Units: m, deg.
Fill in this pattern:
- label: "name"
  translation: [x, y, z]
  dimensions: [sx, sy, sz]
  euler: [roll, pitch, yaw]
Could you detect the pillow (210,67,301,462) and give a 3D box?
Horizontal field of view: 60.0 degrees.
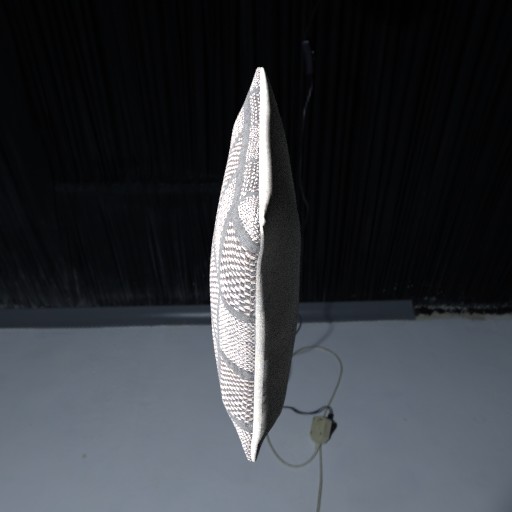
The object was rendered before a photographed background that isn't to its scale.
- label: "pillow"
  translation: [0.000, 0.000, 0.679]
  dimensions: [0.138, 0.432, 0.435]
  euler: [0, 39, 1]
